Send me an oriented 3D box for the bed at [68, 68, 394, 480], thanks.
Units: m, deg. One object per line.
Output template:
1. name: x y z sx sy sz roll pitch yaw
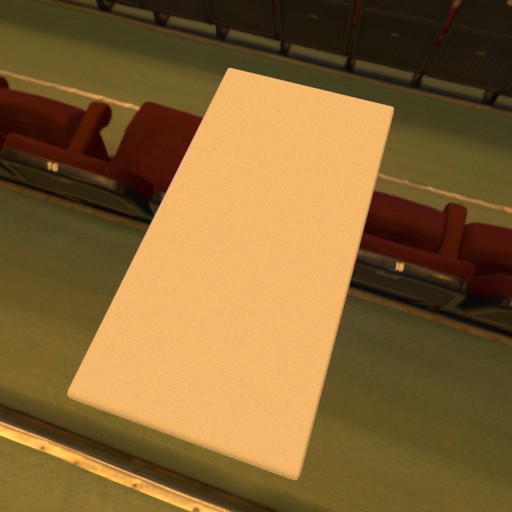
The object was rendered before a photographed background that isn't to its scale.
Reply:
1. bed: 0.000 0.000 2.335 0.961 0.616 1.902 17 66 8
